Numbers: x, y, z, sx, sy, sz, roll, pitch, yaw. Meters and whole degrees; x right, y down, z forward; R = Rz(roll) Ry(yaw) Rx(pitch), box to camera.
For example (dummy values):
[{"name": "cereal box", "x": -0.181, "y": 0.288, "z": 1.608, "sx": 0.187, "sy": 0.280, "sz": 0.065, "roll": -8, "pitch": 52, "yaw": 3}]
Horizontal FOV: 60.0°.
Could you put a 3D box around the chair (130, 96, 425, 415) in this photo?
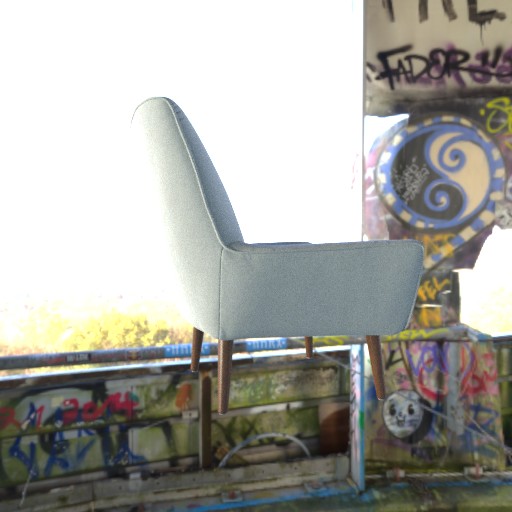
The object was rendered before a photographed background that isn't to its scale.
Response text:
[{"name": "chair", "x": 0.000, "y": 0.000, "z": 1.518, "sx": 0.822, "sy": 0.888, "sz": 0.787, "roll": -1, "pitch": 2, "yaw": -18}]
